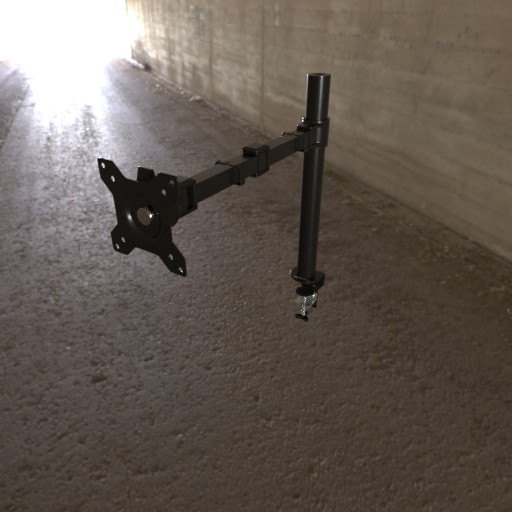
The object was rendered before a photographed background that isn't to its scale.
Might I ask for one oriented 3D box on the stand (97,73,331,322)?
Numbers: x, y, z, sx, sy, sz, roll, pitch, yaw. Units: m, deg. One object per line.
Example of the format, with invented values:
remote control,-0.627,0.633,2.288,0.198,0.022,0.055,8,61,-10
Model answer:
stand,0.000,0.000,0.722,0.115,0.510,0.456,18,34,28
